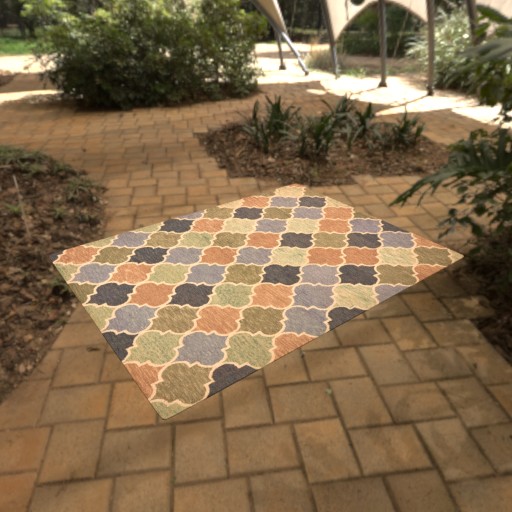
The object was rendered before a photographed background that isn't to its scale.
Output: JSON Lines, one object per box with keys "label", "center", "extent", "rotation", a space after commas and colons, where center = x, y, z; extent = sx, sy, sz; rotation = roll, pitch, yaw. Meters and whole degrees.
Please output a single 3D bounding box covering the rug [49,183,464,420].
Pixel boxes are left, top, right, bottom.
{"label": "rug", "center": [0.000, 0.000, 4.272], "extent": [3.200, 0.013, 2.439], "rotation": [-21, 36, -31]}
